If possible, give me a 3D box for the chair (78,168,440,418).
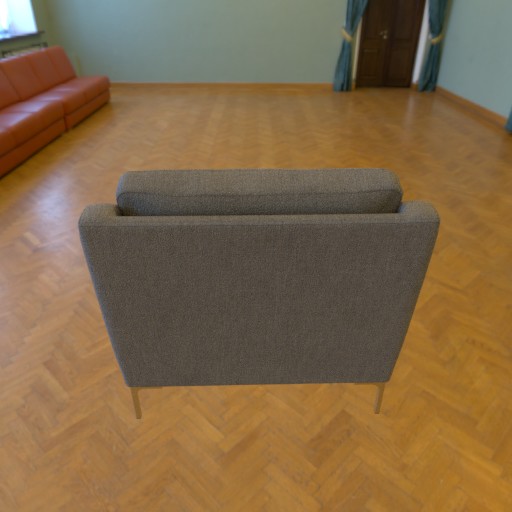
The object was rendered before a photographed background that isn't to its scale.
[{"bbox_3d":[0.000,0.000,1.515,0.847,0.828,0.849,-1,30,-1],"label":"chair"}]
